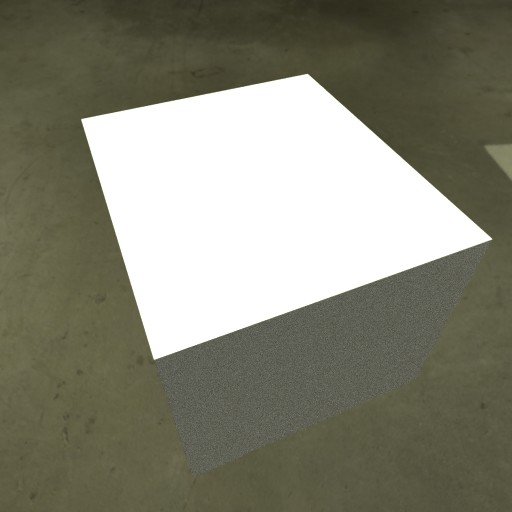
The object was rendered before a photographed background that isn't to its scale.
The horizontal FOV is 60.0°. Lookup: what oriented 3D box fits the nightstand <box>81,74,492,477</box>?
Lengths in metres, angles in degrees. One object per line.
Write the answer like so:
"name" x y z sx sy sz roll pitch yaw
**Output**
"nightstand" 0.000 0.000 0.745 0.408 0.351 0.470 -17 49 -16
